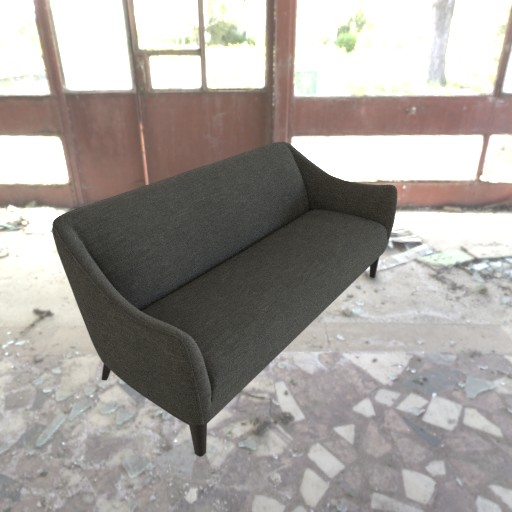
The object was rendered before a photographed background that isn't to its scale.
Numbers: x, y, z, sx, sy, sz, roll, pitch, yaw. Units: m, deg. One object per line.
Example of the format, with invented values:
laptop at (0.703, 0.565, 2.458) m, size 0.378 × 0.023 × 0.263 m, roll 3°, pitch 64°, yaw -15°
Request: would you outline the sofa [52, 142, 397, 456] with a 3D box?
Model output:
sofa at (0.000, 0.000, 2.388) m, size 0.867 × 0.829 × 1.928 m, roll 18°, pitch 32°, yaw 31°
